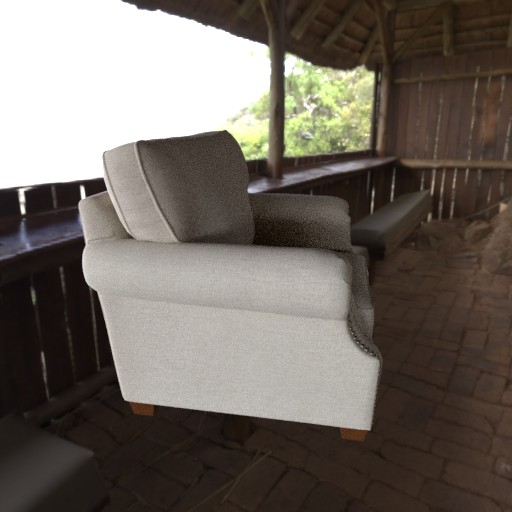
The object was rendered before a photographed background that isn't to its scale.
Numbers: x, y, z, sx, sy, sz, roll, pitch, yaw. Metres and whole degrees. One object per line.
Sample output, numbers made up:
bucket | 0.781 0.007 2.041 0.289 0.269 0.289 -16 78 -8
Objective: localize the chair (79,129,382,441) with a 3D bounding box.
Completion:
chair | 0.000 0.000 1.805 0.965 0.961 1.092 3 18 10
